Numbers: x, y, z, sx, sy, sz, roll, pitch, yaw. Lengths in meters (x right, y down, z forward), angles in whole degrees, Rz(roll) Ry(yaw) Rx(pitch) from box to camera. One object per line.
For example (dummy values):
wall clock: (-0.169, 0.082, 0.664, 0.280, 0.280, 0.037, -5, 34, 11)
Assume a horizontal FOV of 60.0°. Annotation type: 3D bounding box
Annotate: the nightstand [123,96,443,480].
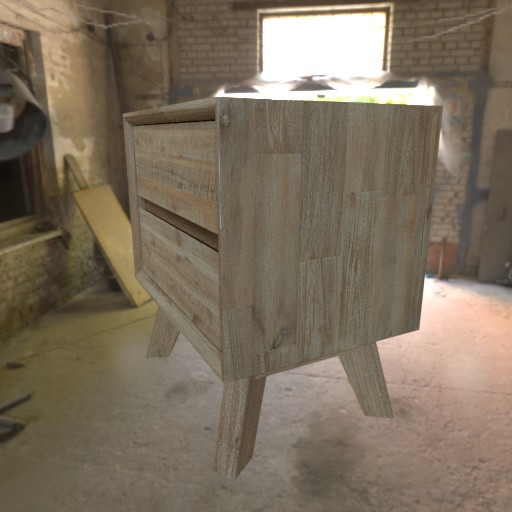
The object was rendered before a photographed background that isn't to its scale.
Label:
nightstand: (0.000, 0.000, 0.943, 0.396, 0.589, 0.552, -8, 17, -27)
